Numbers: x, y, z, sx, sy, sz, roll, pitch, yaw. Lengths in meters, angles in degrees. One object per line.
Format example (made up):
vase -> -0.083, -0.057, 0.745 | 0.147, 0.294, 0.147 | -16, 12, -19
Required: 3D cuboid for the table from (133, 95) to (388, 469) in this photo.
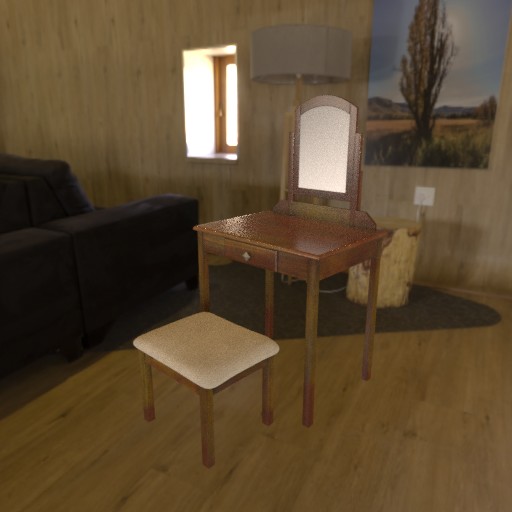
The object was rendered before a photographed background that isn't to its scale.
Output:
table -> 0.000, 0.000, 2.315 | 0.876, 1.631, 1.211 | 15, 22, 41
